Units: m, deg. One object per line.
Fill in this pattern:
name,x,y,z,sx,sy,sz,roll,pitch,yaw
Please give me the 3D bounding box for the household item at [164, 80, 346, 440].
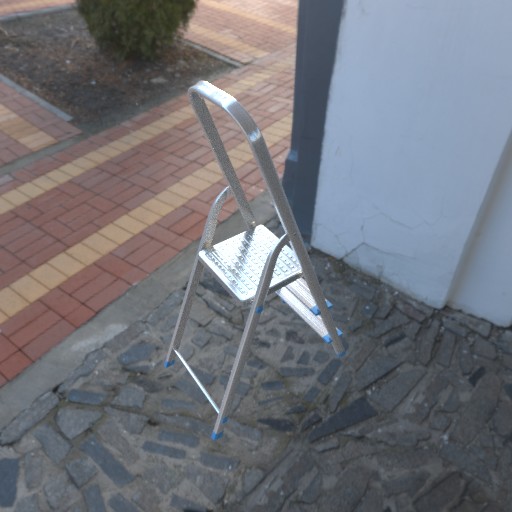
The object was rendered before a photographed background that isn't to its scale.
household item,0.000,0.000,1.541,0.687,1.215,0.420,-25,48,-26
